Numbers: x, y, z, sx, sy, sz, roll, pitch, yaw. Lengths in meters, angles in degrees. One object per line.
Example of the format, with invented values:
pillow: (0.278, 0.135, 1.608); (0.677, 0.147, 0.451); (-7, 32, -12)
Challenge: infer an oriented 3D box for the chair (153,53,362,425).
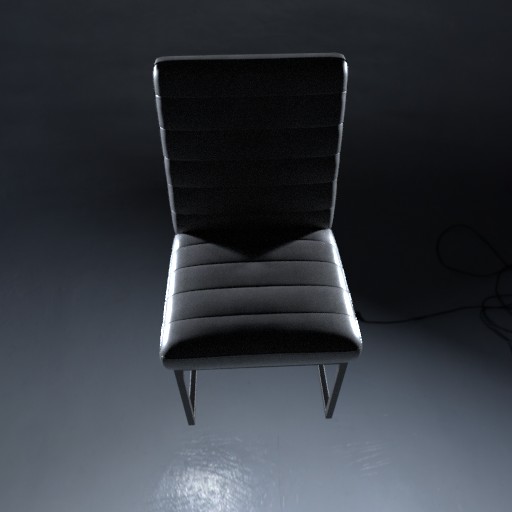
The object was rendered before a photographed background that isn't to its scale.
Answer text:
chair: (0.000, 0.000, 1.297); (0.520, 0.930, 0.634); (-2, 47, -2)
